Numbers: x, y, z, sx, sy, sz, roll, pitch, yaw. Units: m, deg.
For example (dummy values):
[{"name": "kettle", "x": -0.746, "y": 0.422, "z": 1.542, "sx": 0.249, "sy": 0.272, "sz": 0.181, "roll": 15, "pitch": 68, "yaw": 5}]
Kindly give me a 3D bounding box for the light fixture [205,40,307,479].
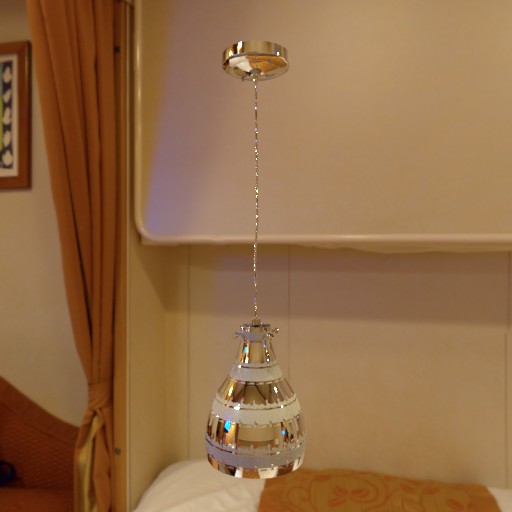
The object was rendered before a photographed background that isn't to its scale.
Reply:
[{"name": "light fixture", "x": 0.000, "y": 0.000, "z": 1.624, "sx": 0.374, "sy": 1.457, "sz": 0.374, "roll": 0, "pitch": 0, "yaw": -34}]
